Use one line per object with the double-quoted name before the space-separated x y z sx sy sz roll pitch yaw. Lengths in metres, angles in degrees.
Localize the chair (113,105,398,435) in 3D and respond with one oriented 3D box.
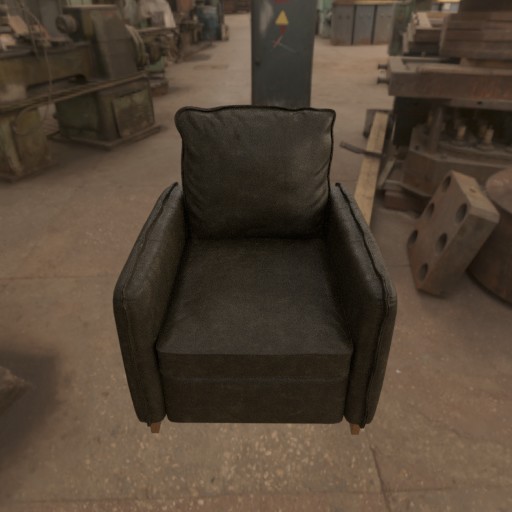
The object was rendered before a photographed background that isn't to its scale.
"chair" 0.000 0.000 1.613 0.830 0.921 0.921 0 32 0
